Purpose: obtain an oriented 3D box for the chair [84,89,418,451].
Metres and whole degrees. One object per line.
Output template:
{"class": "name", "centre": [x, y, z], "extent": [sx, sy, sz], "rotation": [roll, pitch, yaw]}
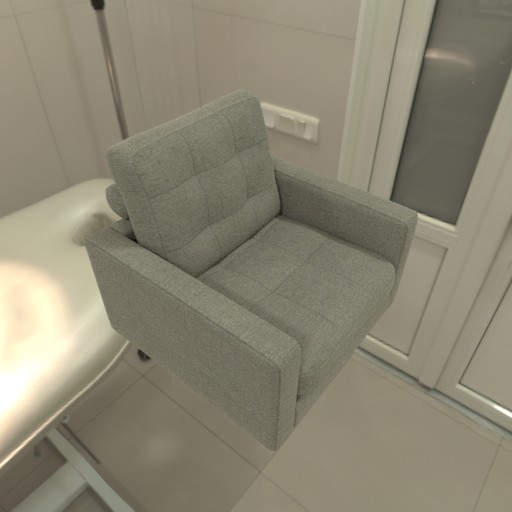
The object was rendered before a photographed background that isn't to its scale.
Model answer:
{"class": "chair", "centre": [0.000, 0.000, 1.546], "extent": [0.843, 0.880, 0.821], "rotation": [28, 48, 28]}
